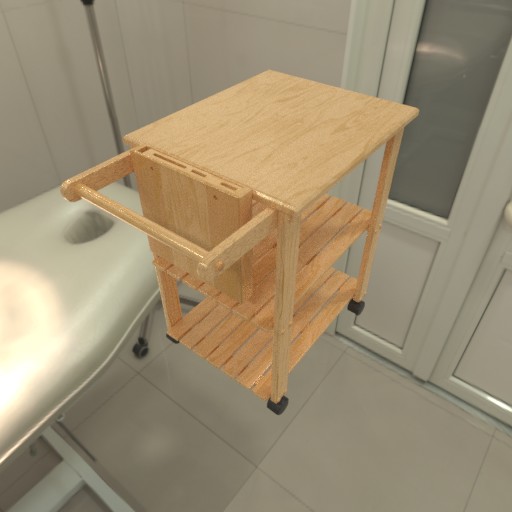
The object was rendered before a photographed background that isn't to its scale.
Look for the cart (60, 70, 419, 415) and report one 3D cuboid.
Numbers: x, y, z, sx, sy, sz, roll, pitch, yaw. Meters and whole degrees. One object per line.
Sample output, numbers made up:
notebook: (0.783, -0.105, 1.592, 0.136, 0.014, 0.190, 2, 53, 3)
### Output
cart: (0.000, 0.000, 1.366, 0.520, 0.816, 0.843, 27, 48, 27)
